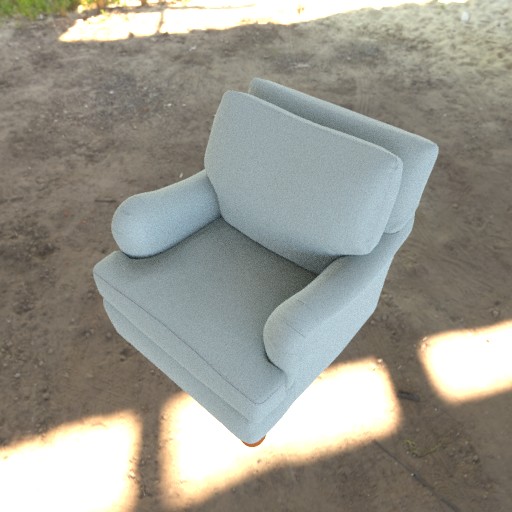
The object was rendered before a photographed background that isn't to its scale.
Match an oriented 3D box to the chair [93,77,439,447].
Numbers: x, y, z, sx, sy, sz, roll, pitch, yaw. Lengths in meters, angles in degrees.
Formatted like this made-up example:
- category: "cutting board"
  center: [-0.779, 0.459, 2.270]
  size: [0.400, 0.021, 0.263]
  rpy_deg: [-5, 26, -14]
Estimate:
- category: "chair"
  center: [0.000, 0.000, 1.864]
  size: [0.955, 1.038, 1.070]
  rpy_deg: [32, 53, 27]
